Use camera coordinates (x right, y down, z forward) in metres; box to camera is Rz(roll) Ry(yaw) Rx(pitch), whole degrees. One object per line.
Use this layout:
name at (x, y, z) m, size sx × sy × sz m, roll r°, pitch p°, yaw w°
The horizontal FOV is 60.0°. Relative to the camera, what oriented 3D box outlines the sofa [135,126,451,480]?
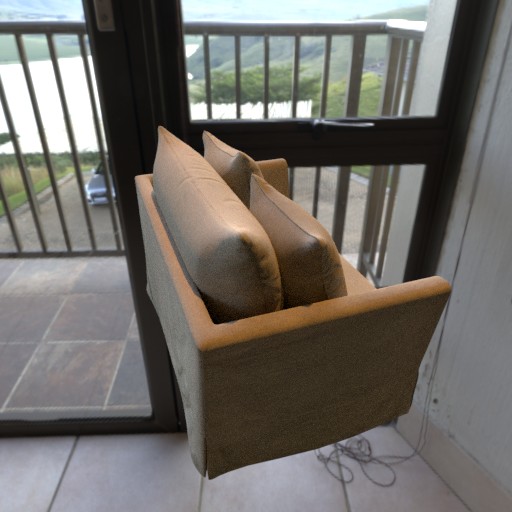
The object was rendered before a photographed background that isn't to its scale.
sofa at (0.000, 0.000, 2.245) m, size 1.035 × 1.040 × 1.608 m, roll -10°, pitch 32°, yaw -17°
